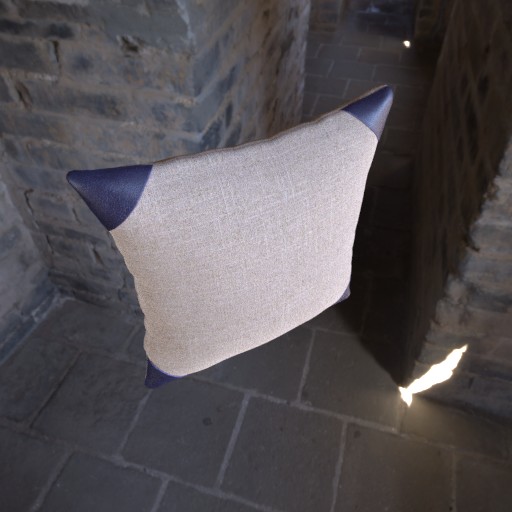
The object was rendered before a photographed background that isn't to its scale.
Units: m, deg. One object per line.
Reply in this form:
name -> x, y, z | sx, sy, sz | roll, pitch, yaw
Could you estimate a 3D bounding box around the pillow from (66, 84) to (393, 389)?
pillow -> 0.000, 0.000, 0.679 | 0.440, 0.441, 0.147 | -22, 49, -21
